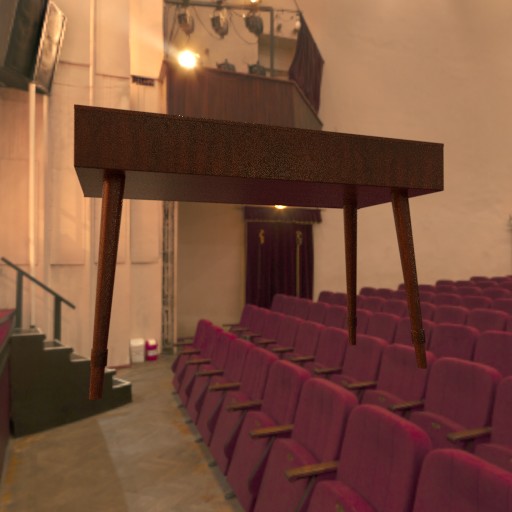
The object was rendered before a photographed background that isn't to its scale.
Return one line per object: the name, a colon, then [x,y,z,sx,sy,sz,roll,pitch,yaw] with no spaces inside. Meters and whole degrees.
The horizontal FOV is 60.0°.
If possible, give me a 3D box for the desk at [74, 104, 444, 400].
desk: [0.000,0.000,2.124,1.577,1.031,0.734,0,-1,-19]
